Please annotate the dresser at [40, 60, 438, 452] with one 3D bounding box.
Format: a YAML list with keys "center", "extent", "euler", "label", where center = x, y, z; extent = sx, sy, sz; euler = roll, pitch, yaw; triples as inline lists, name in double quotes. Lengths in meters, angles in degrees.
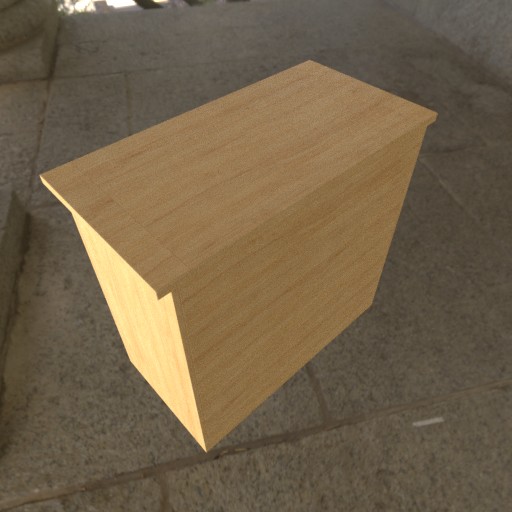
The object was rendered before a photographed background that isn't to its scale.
- center: [0.000, 0.000, 1.233]
  extent: [0.800, 0.730, 0.410]
  euler: [-34, 55, -28]
  label: "dresser"
